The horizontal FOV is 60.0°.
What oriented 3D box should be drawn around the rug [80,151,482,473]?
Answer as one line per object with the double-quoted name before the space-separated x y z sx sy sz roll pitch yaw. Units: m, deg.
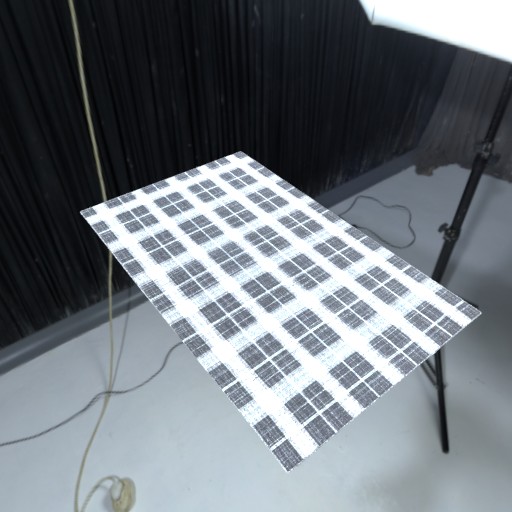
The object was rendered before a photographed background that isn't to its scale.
"rug" 0.000 0.000 3.001 1.520 0.015 2.434 -27 49 -27
